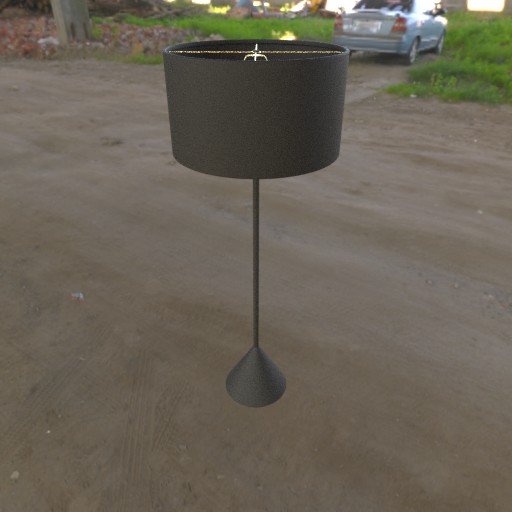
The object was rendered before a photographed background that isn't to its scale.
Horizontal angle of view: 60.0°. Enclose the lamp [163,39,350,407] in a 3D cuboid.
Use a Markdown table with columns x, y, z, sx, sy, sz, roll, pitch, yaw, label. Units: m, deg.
| x | y | z | sx | sy | sz | roll | pitch | yaw | label |
| --- | --- | --- | --- | --- | --- | --- | --- | --- | --- |
| 0.000 | 0.000 | 1.787 | 0.580 | 1.526 | 0.580 | 0 | 31 | 1 | lamp |
